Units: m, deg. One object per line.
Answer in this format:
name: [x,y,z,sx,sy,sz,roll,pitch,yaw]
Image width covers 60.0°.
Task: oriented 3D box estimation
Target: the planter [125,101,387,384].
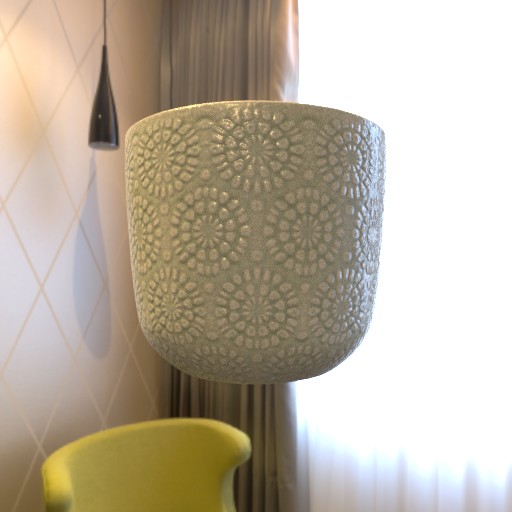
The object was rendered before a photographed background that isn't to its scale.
planter: [0.000,0.000,0.217,0.124,0.109,0.124,0,-1,0]
